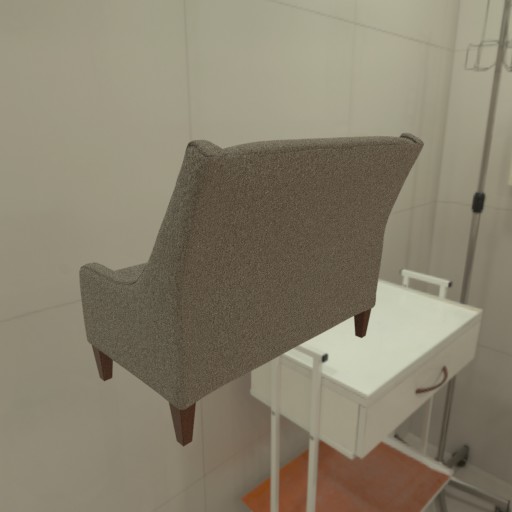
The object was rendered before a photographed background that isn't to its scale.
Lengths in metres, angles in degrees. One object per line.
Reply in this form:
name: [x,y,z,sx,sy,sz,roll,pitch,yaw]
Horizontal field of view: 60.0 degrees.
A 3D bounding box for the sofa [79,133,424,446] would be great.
sofa: [0.000,0.000,1.929,0.862,1.026,1.242,16,23,42]
